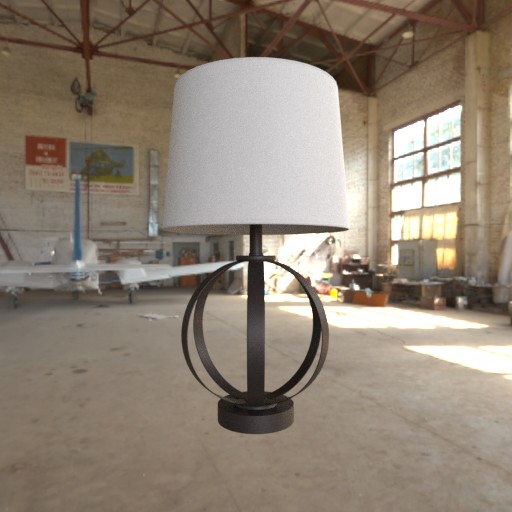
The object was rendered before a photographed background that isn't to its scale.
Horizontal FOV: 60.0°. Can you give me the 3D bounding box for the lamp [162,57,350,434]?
[{"bbox_3d":[0.000,0.000,0.694,0.286,0.510,0.286,0,0,0],"label":"lamp"}]
